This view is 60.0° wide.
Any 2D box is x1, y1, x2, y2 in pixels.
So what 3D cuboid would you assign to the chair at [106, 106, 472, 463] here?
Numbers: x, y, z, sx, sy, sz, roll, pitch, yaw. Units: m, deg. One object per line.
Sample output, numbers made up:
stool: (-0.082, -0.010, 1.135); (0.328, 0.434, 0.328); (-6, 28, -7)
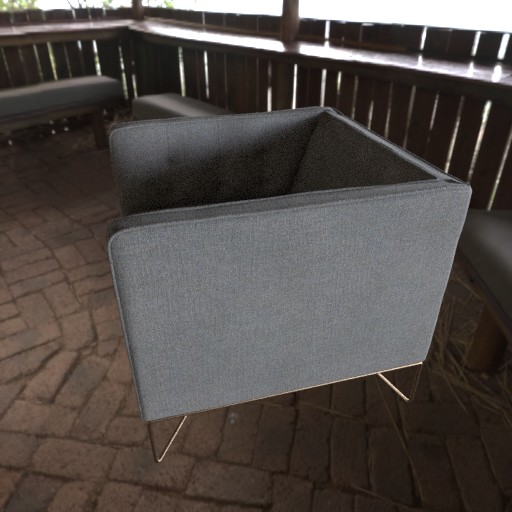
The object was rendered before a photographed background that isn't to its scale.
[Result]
chair: (0.000, 0.000, 1.578); (0.912, 0.799, 0.920); (-8, 32, -13)
